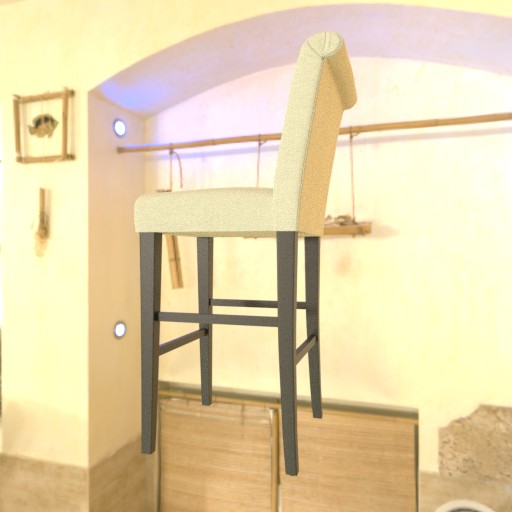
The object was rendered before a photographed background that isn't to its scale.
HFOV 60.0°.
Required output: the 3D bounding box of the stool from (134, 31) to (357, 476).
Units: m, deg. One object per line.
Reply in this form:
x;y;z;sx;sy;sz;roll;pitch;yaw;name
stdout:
0.000;0.000;1.390;0.597;1.124;0.452;0;0;17;stool
